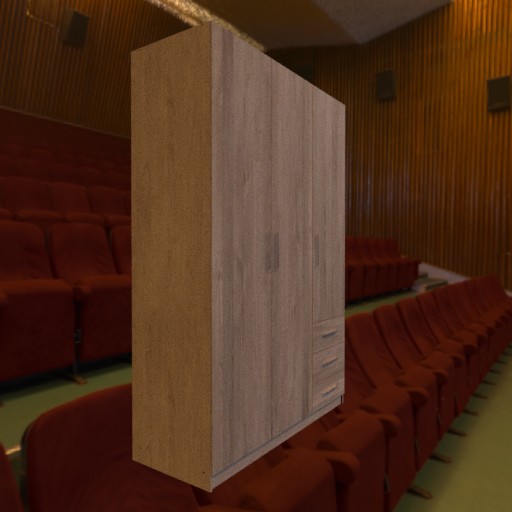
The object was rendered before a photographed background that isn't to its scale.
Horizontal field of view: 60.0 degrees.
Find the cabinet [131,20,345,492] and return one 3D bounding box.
[{"bbox_3d":[0.000,0.000,2.453,0.510,1.910,1.290,1,1,35],"label":"cabinet"}]
